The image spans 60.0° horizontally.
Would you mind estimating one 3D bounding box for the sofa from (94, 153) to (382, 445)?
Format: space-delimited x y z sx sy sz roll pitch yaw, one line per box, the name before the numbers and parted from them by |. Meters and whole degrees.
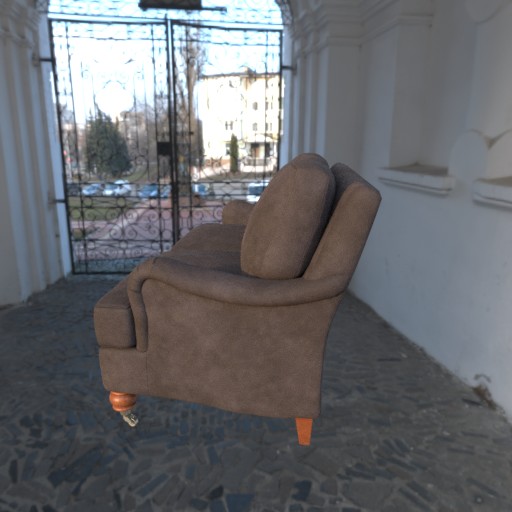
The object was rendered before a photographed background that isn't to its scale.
sofa | 0.000 0.000 2.492 1.084 1.101 1.853 2 15 7
